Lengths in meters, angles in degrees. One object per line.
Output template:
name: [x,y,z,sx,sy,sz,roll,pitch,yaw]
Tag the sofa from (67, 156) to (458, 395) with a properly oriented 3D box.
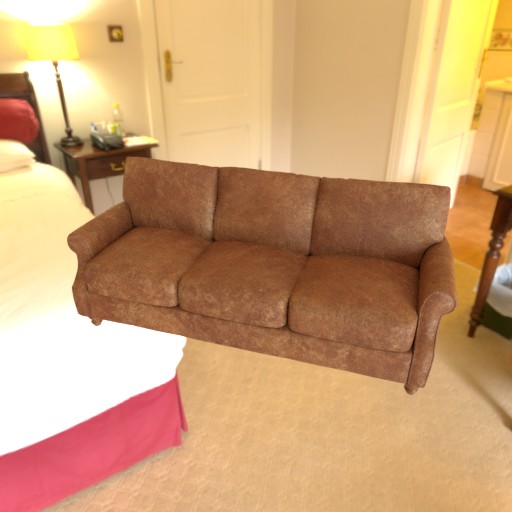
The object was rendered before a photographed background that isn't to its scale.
sofa: [0.000,0.000,2.849,2.351,0.977,0.973,9,29,16]
